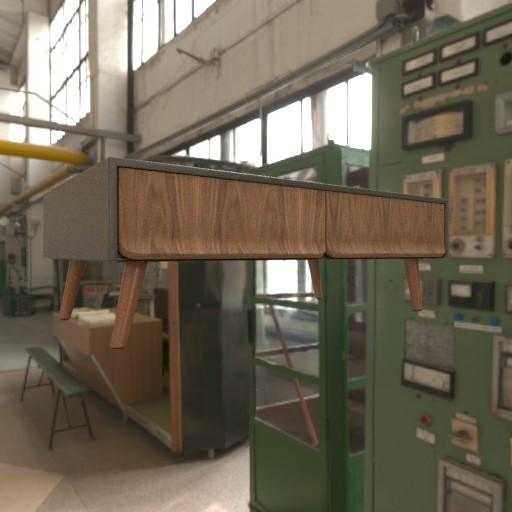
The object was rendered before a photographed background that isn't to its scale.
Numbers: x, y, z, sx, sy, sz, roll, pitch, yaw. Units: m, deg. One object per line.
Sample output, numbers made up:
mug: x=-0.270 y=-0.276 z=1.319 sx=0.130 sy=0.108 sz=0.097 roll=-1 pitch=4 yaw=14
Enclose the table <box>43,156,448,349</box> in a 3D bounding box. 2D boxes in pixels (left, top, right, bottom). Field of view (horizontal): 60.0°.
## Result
table: x=0.000 y=0.000 z=1.507 sx=1.201 sy=0.404 sz=0.703 roll=0 pitch=0 yaw=-35
